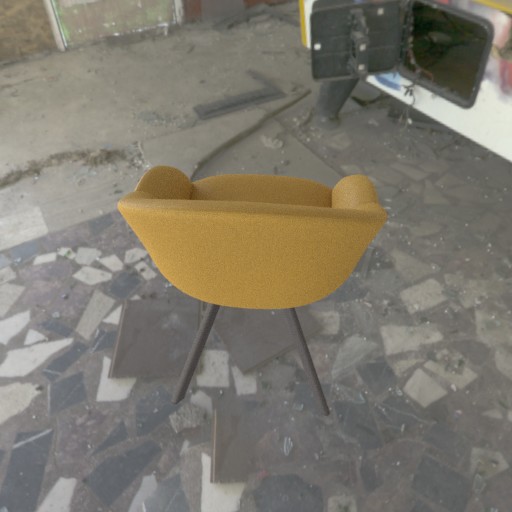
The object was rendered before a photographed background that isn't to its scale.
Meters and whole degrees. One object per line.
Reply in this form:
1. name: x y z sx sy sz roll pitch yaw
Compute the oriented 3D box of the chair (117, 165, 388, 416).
1. chair: 0.000 0.000 1.176 0.551 0.793 0.583 3 46 3
